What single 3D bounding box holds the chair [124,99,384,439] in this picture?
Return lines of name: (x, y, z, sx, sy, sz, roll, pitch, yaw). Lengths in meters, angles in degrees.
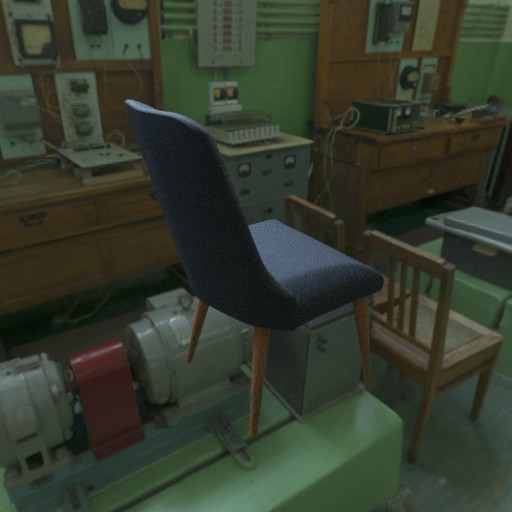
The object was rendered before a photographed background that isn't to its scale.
chair: (0.000, 0.000, 1.200, 0.567, 0.820, 0.504, -18, 32, -31)
